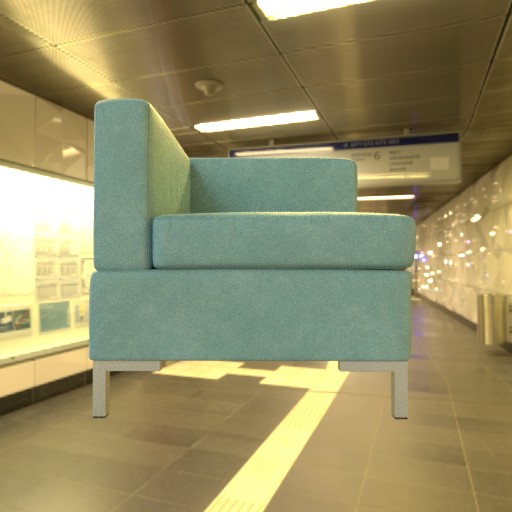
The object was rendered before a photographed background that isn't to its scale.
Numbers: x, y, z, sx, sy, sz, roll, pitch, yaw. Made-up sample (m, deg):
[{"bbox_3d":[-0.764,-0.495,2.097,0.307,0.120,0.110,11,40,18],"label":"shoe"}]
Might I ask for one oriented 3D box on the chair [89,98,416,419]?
[{"bbox_3d":[0.000,0.000,1.206,0.680,0.660,0.680,0,-1,1],"label":"chair"}]
